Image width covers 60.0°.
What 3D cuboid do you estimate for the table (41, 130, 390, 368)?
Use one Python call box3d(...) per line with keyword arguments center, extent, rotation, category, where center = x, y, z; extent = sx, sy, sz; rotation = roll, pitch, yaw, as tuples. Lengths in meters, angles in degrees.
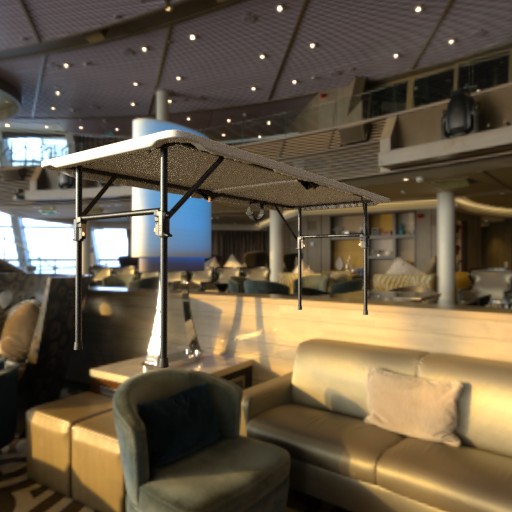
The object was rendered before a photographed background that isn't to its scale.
box3d(center=(0.000, 0.000, 2.221), extent=(0.761, 0.719, 1.829), rotation=(0, -1, 36), category="table")
